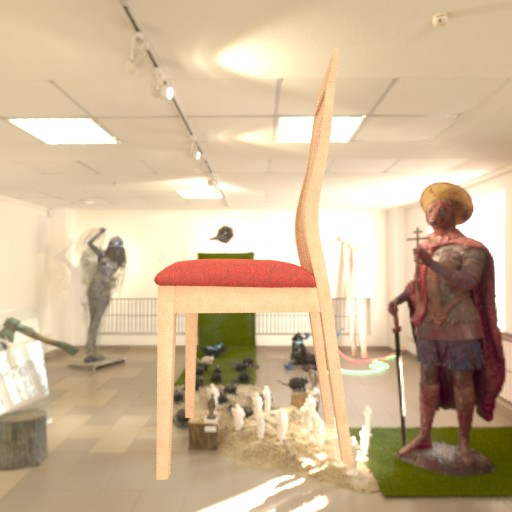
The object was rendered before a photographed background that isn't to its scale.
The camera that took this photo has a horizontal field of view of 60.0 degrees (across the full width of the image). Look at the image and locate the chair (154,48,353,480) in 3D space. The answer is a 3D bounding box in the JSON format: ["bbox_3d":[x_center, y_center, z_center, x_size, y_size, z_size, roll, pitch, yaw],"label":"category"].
[{"bbox_3d":[0.000,0.000,1.236,0.474,1.027,0.460,0,-1,0],"label":"chair"}]
